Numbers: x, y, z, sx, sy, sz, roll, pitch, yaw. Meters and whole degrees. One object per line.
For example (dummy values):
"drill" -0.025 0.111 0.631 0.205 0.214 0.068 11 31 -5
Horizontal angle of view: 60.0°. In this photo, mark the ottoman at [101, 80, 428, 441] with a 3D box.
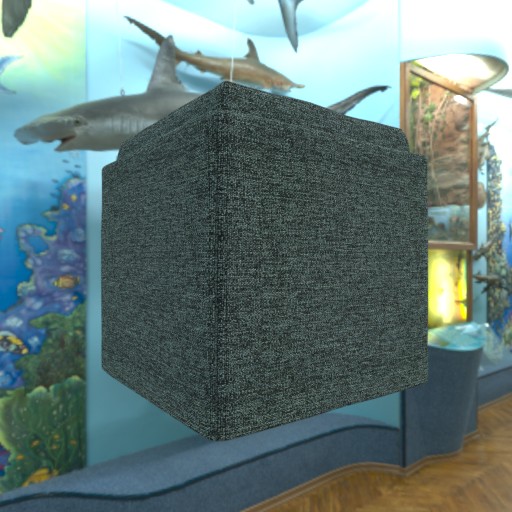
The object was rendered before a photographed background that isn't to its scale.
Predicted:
"ottoman" 0.000 0.000 0.825 0.450 0.463 0.450 0 0 -36
